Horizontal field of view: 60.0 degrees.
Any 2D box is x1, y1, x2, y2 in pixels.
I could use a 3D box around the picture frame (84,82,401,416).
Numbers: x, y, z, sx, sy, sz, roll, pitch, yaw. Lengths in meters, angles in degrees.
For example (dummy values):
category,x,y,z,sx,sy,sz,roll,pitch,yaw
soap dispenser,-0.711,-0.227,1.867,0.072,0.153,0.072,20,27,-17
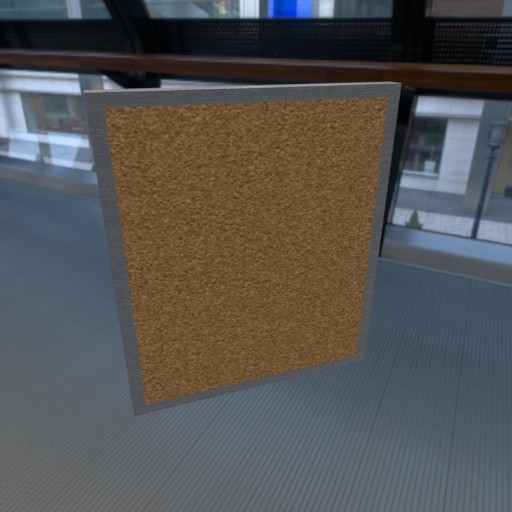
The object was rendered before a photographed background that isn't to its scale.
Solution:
category,x,y,z,sx,sy,sz,roll,pitch,yaw
picture frame,0.000,0.000,0.527,0.327,0.378,0.027,-8,27,-17
